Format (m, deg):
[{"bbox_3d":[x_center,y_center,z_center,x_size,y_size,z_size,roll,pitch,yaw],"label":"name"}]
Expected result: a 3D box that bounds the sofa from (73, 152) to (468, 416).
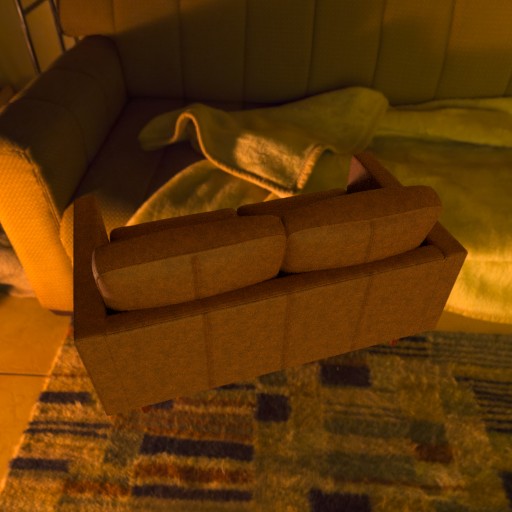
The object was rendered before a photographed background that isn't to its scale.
[{"bbox_3d":[0.000,0.000,2.132,1.578,0.951,0.909,-12,44,-12],"label":"sofa"}]
